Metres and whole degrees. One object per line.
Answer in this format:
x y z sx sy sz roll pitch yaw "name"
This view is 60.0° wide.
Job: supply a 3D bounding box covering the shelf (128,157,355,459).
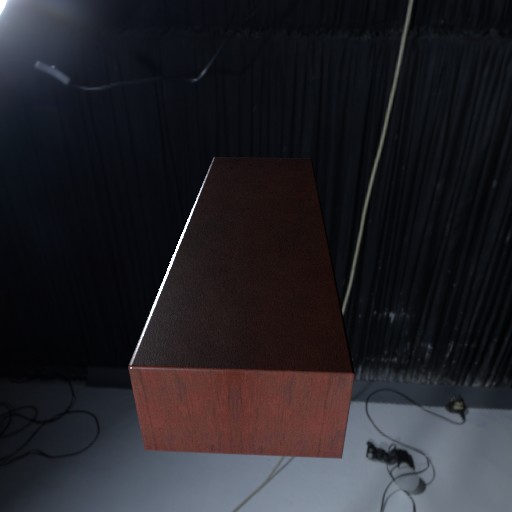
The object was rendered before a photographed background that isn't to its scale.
0.000 0.000 0.517 0.152 0.088 0.457 1 30 2 "shelf"
